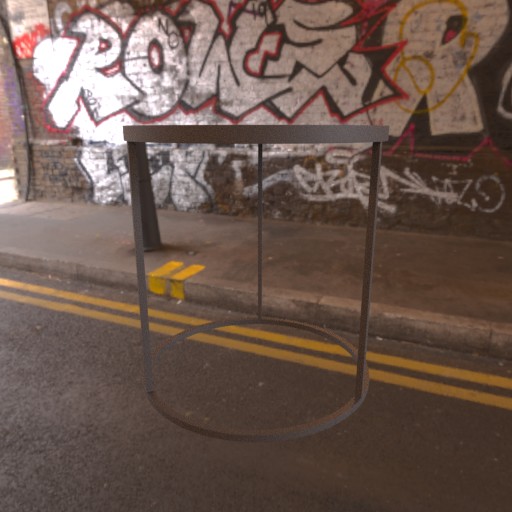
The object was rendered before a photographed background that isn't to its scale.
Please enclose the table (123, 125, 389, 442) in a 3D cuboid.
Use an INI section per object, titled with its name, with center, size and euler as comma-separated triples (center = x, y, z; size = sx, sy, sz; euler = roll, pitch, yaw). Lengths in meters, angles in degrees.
[table]
center = 0.000, 0.000, 0.881
size = 0.470, 0.498, 0.470
euler = 0, 16, 0
